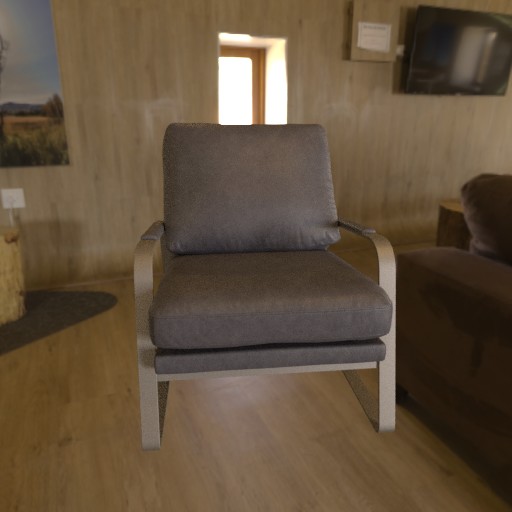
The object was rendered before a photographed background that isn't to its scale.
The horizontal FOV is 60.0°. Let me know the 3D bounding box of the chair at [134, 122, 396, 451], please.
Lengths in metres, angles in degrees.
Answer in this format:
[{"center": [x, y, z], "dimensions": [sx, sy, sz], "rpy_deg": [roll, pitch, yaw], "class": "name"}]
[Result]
[{"center": [0.000, 0.000, 1.459], "dimensions": [0.692, 0.839, 0.878], "rpy_deg": [-2, 17, -6], "class": "chair"}]
